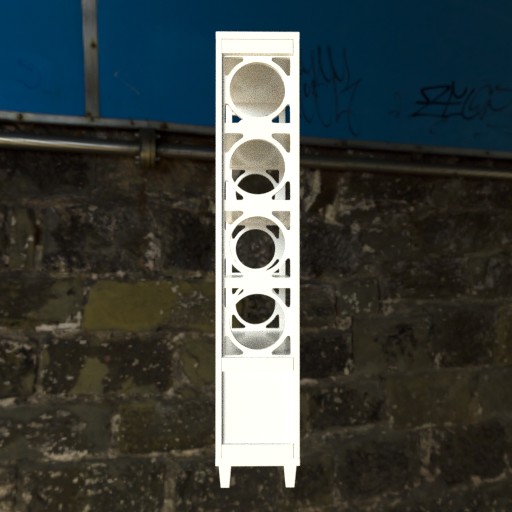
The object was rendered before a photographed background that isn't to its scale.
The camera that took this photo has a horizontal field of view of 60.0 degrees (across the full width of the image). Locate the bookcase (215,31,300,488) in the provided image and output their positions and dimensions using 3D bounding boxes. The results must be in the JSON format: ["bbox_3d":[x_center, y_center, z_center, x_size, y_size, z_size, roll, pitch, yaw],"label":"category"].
[{"bbox_3d":[0.000,0.000,2.143,0.361,1.869,0.761,0,-1,-1],"label":"bookcase"}]
